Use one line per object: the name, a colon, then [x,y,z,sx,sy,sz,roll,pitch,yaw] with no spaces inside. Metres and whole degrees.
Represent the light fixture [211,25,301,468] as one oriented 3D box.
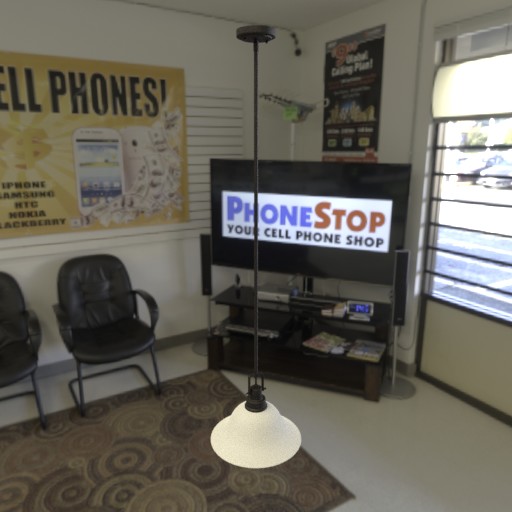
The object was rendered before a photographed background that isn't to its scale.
light fixture: [0.000,0.000,1.433,0.324,1.337,0.324,-7,15,-27]
